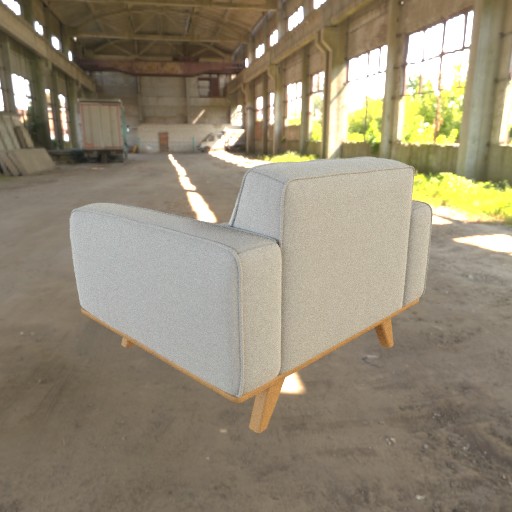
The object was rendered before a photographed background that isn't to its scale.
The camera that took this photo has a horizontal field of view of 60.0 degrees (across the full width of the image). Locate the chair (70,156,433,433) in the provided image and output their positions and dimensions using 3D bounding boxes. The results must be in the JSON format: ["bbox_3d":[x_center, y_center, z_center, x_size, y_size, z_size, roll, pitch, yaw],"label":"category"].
[{"bbox_3d":[0.000,0.000,1.764,1.115,0.779,0.953,-15,21,-43],"label":"chair"}]
